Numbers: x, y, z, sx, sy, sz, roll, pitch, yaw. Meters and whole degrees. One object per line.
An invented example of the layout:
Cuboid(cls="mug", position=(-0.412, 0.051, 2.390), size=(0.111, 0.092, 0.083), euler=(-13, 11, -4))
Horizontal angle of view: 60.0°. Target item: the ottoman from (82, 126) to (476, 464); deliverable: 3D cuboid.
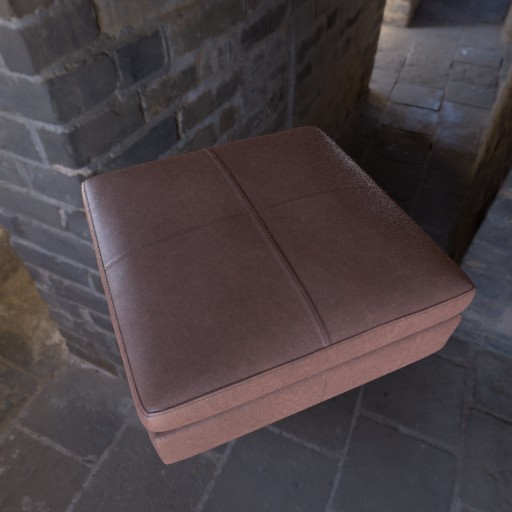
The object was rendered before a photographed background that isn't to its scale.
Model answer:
Cuboid(cls="ottoman", position=(0.000, 0.000, 1.781), size=(1.168, 0.490, 1.168), euler=(-17, 49, -16))
